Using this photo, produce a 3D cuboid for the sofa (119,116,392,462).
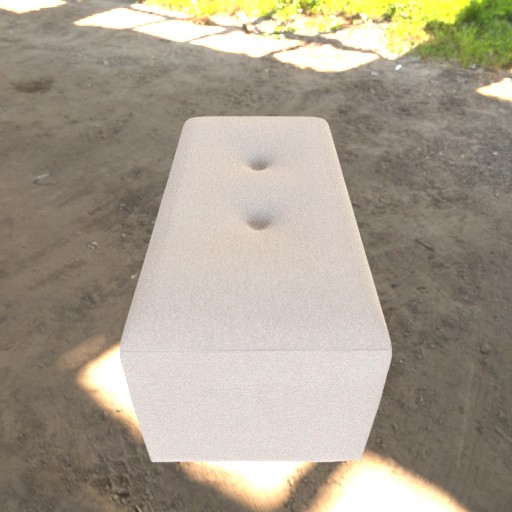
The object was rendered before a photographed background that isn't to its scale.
[{"bbox_3d":[0.000,0.000,1.190,0.480,0.470,0.930,0,41,0],"label":"sofa"}]
